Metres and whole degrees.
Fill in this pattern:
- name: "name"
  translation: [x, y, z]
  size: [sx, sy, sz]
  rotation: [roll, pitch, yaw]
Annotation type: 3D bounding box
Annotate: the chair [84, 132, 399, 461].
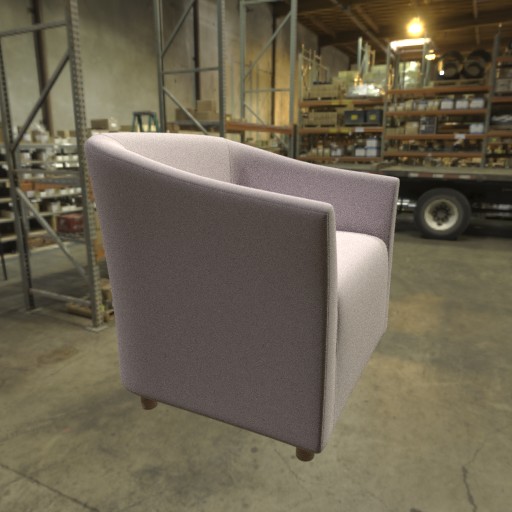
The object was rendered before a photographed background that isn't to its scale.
- name: "chair"
  translation: [0.000, 0.000, 1.335]
  size: [0.700, 0.720, 0.790]
  rotation: [7, 16, 26]
